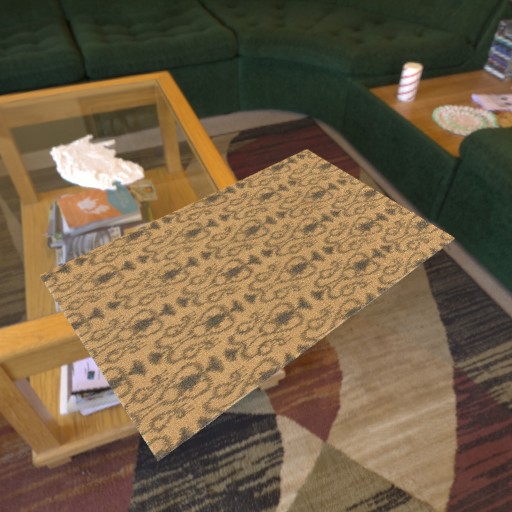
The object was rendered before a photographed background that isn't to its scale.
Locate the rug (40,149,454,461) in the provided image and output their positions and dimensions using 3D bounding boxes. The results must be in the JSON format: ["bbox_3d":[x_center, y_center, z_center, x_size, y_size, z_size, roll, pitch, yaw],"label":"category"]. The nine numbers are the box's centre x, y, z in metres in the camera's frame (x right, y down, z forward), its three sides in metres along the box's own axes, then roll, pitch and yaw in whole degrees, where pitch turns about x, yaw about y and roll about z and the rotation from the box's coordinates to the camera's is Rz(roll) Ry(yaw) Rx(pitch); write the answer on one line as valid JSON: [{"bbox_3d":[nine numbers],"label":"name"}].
[{"bbox_3d":[0.000,0.000,2.065,1.652,0.006,1.035,-30,52,-26],"label":"rug"}]
